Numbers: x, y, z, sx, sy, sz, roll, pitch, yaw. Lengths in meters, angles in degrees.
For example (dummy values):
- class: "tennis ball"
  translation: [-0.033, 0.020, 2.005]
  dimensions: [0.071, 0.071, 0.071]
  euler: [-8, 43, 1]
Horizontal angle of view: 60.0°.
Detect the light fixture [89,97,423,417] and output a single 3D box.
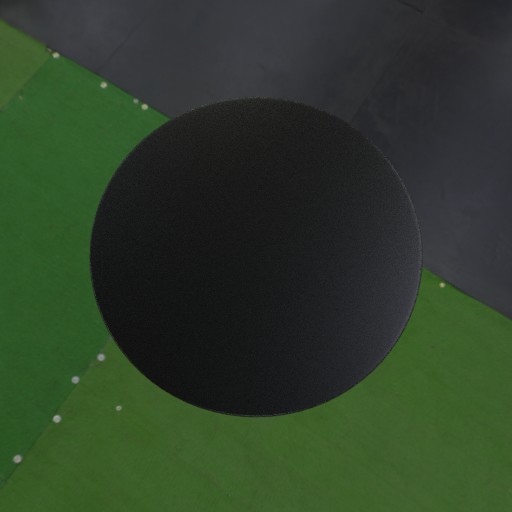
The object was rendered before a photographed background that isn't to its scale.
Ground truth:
- class: "light fixture"
  translation: [0.000, 0.000, 0.420]
  dimensions: [0.283, 0.097, 0.283]
  euler: [0, 75, 0]
